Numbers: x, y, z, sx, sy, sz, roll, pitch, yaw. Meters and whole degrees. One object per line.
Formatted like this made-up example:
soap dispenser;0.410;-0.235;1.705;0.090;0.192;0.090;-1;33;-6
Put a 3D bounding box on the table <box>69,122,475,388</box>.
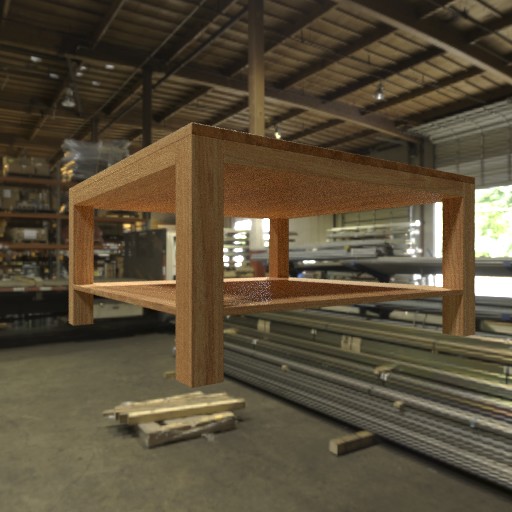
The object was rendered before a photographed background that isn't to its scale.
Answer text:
table;0.000;0.000;1.376;0.900;0.450;0.900;0;0;-35
